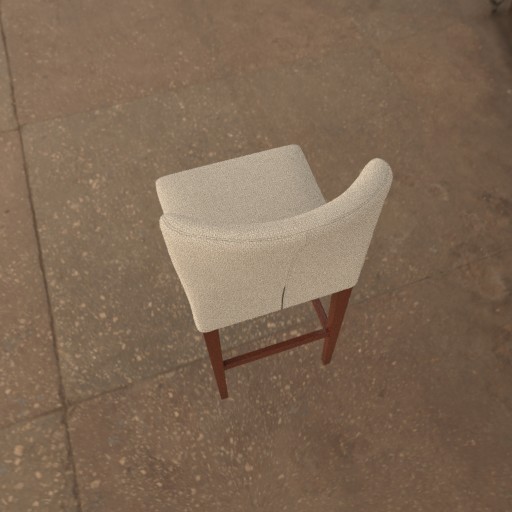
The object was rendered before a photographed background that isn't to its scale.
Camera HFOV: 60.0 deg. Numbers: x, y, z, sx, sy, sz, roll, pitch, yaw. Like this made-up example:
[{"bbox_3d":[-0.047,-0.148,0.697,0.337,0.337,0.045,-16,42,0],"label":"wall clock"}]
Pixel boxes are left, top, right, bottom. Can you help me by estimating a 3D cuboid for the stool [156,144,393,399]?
[{"bbox_3d":[0.000,0.000,1.358,0.481,1.069,0.568,-16,61,-9],"label":"stool"}]
